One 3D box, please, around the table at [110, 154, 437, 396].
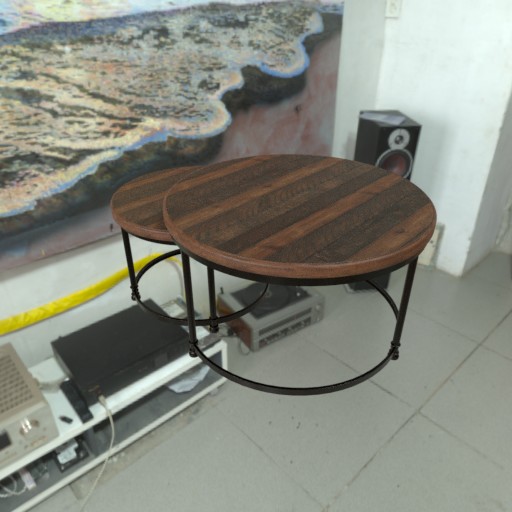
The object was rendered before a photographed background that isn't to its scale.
[{"bbox_3d":[0.000,0.000,1.623,1.152,0.516,0.870,9,32,15],"label":"table"}]
